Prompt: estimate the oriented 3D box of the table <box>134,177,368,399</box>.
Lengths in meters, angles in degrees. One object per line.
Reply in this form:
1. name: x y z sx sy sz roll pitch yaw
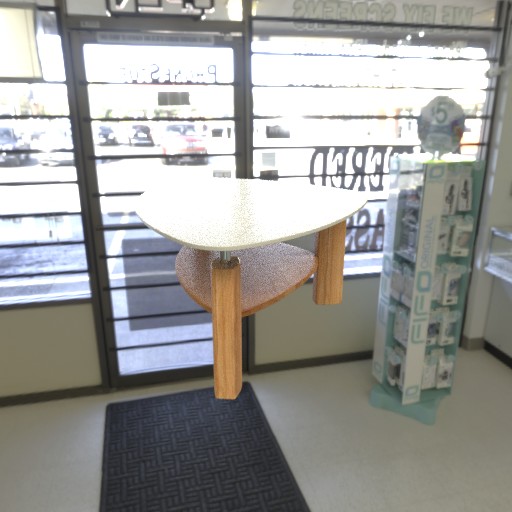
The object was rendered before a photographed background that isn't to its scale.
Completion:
1. table: 0.000 0.000 1.665 0.850 0.440 1.250 -3 17 -10
